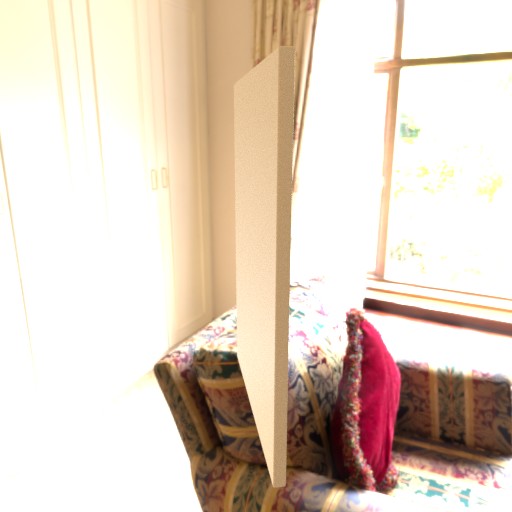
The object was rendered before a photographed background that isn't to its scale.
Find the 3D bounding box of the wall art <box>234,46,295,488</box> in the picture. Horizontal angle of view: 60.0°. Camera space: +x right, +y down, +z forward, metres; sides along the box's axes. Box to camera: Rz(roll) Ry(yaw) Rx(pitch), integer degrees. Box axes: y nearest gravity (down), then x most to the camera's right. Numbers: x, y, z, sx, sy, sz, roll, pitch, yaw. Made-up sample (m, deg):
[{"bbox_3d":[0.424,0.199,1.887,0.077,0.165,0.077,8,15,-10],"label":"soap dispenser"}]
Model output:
[{"bbox_3d":[0.000,0.000,1.519,0.038,1.183,0.808,-3,16,-9],"label":"wall art"}]
